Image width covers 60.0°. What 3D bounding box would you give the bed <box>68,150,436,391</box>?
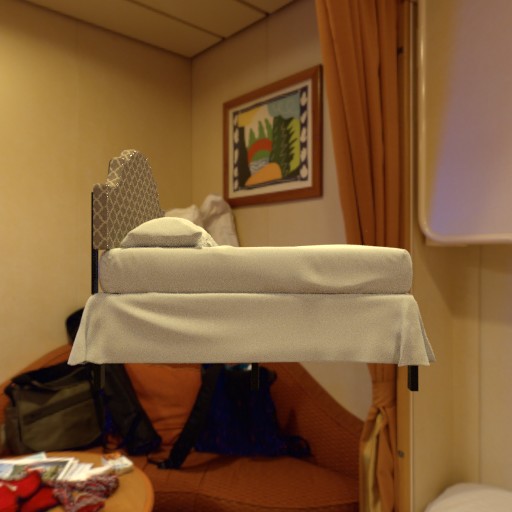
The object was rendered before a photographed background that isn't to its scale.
[{"bbox_3d":[0.000,0.000,3.485,2.222,1.633,1.780,0,0,1],"label":"bed"}]
